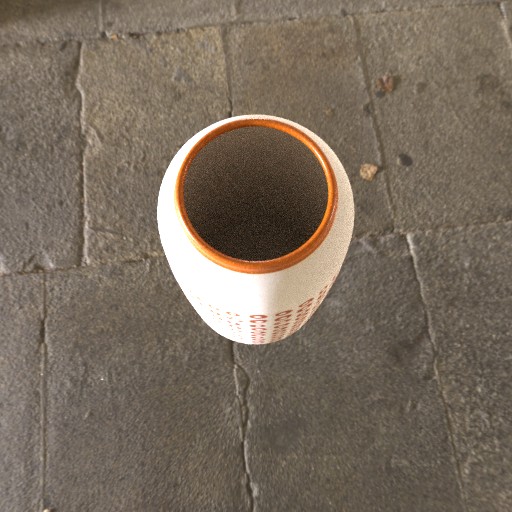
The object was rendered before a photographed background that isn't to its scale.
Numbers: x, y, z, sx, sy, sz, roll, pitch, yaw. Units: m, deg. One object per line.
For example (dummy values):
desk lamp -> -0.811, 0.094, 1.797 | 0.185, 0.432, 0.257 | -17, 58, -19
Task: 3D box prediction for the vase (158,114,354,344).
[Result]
vase -> 0.000, 0.000, 0.361 | 0.133, 0.282, 0.133 | 0, 76, 0
